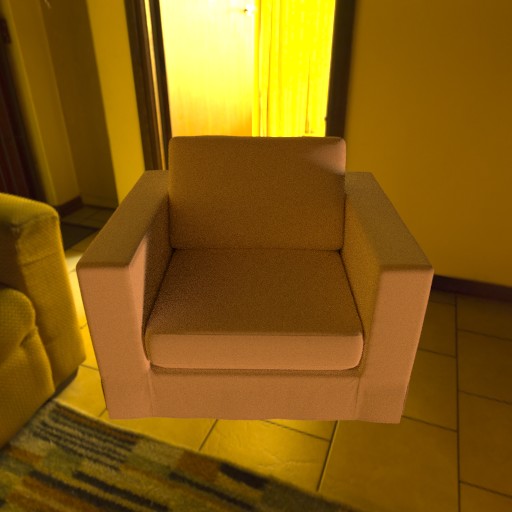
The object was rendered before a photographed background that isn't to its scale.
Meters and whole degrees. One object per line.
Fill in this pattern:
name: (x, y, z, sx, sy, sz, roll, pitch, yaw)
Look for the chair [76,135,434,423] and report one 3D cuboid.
chair: (0.000, 0.000, 1.855, 1.150, 0.878, 0.957, 0, 29, 1)
